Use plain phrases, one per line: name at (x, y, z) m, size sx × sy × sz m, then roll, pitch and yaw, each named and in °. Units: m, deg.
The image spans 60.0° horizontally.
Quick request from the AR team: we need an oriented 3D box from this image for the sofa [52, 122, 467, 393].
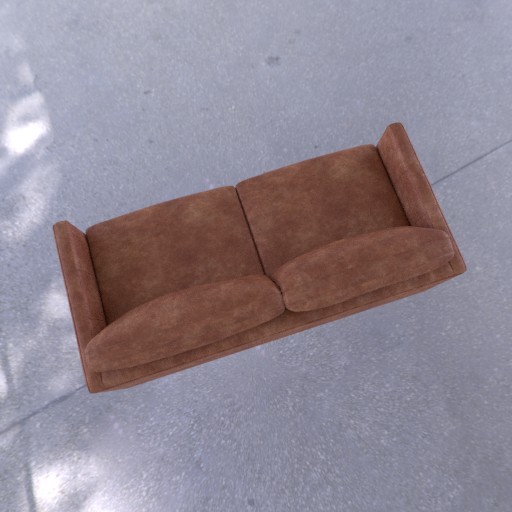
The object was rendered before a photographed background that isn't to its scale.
sofa at (0.000, 0.000, 2.493) m, size 1.971 × 0.863 × 0.923 m, roll -17°, pitch 76°, yaw -4°
